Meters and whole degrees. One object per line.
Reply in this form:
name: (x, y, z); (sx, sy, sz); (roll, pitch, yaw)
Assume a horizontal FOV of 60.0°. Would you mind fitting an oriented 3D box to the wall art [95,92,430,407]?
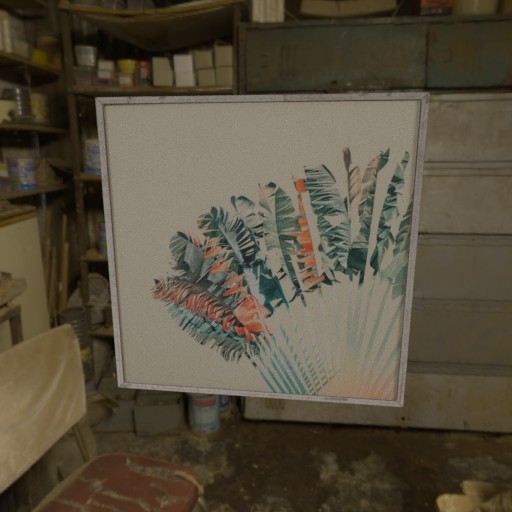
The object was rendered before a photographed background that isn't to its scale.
wall art: (0.000, 0.000, 0.740); (0.508, 0.506, 0.029); (2, 13, 7)
